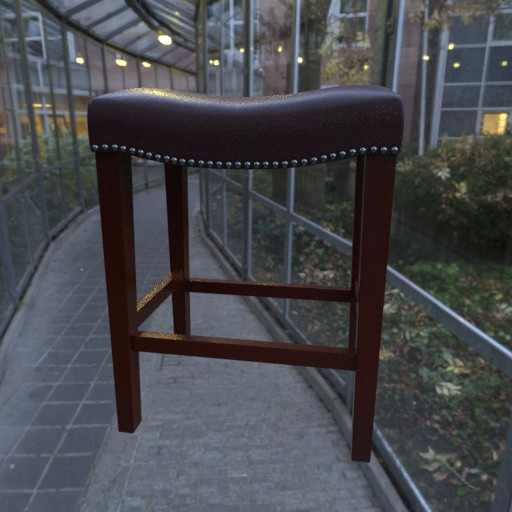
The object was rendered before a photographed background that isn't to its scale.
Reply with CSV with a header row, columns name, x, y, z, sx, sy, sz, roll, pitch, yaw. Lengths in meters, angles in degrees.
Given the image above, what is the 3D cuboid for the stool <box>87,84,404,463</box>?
name,x,y,z,sx,sy,sz,roll,pitch,yaw
stool,0.000,0.000,0.926,0.504,0.657,0.372,3,17,10
